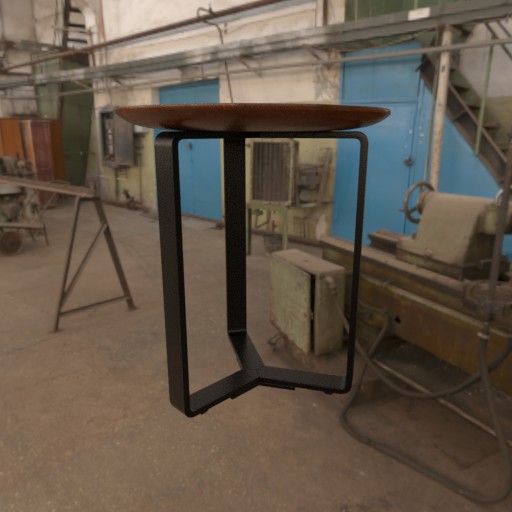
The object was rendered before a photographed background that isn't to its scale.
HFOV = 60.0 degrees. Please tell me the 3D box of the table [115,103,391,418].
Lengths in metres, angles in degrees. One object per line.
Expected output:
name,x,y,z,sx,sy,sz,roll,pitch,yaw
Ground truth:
table,0.000,0.000,0.724,0.410,0.450,0.380,-15,21,-42
